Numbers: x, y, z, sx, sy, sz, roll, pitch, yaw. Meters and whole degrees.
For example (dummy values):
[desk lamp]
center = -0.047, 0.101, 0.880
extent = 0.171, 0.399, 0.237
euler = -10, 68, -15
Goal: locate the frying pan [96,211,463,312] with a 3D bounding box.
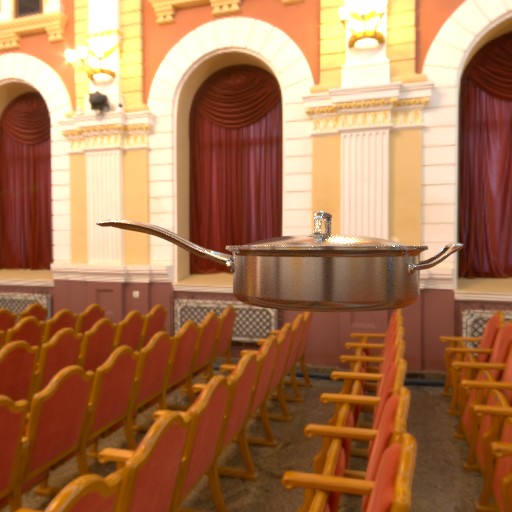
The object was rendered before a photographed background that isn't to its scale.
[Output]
[frying pan]
center = 0.000, 0.000, 0.583
extent = 0.492, 0.111, 0.245
euler = 0, 1, 18
